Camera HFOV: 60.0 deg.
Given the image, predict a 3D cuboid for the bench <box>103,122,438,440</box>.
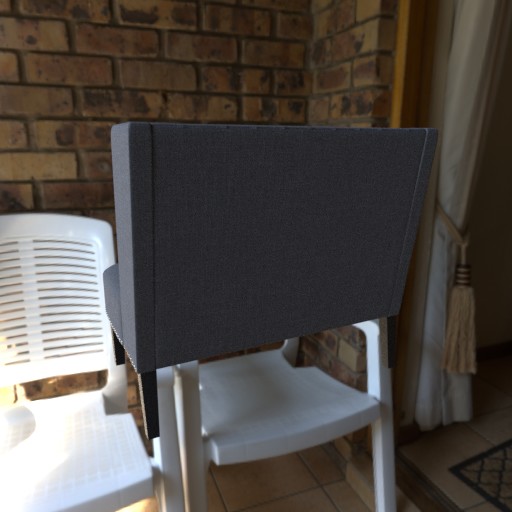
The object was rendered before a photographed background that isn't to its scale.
[{"bbox_3d":[0.000,0.000,2.032,1.276,1.121,0.842,-7,16,-26],"label":"bench"}]
